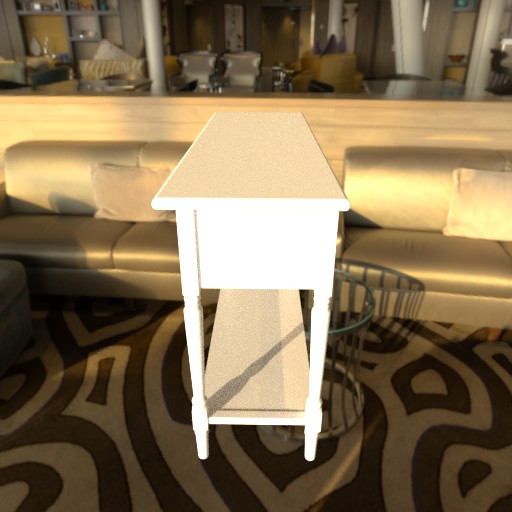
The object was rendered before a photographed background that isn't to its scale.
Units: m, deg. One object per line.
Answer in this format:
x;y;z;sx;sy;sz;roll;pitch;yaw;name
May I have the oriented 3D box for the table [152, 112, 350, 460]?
0.000;0.000;1.567;0.386;0.814;1.191;0;26;1;table
